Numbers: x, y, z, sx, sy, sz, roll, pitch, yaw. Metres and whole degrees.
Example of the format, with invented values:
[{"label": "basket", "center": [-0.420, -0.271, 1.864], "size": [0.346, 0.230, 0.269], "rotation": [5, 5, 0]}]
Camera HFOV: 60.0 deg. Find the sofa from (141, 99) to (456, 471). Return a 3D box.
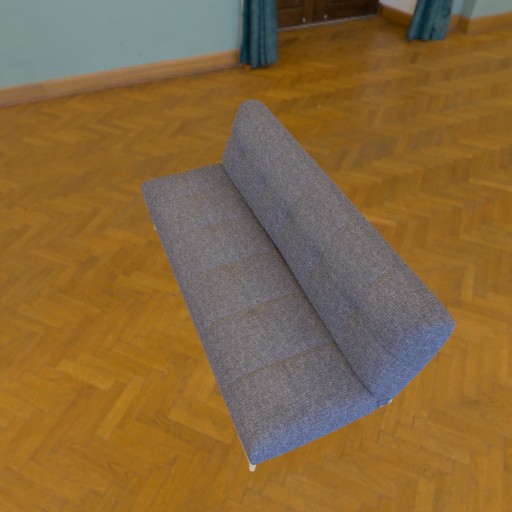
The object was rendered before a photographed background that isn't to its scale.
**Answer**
[{"label": "sofa", "center": [0.000, 0.000, 2.284], "size": [0.820, 0.770, 1.820], "rotation": [-17, 49, -16]}]
